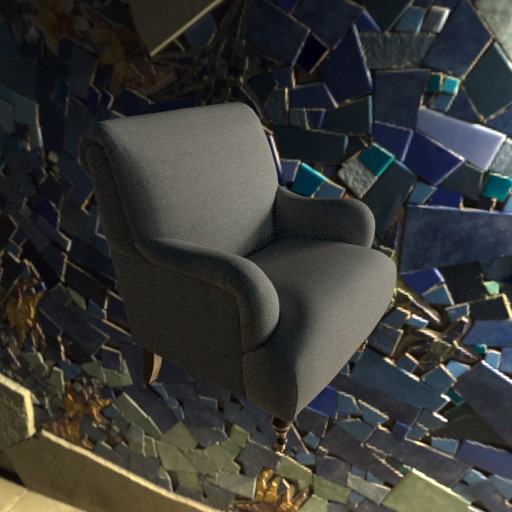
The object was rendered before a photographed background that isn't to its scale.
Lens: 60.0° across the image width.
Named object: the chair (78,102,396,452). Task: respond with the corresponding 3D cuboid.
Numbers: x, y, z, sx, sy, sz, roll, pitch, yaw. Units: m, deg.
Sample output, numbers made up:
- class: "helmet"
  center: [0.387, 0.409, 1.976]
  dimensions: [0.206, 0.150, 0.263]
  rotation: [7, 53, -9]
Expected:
- class: "chair"
  center: [0.000, 0.000, 1.554]
  dimensions: [0.843, 0.942, 0.766]
  rotation: [17, 30, 32]
